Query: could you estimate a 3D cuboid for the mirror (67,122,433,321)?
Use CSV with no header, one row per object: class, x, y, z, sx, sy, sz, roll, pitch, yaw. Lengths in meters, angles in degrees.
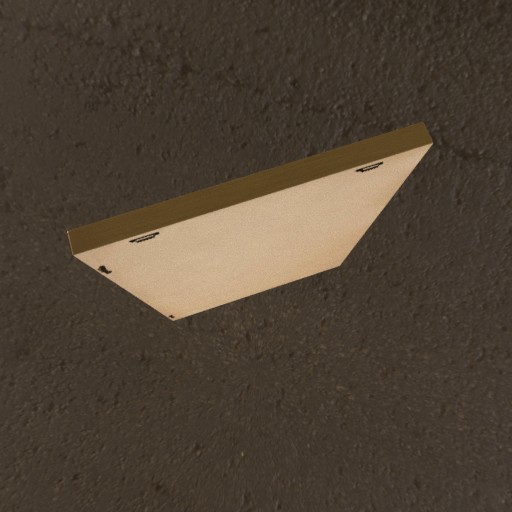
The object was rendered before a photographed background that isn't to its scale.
mirror,0.000,0.000,0.938,0.507,0.710,0.040,-18,76,-5
